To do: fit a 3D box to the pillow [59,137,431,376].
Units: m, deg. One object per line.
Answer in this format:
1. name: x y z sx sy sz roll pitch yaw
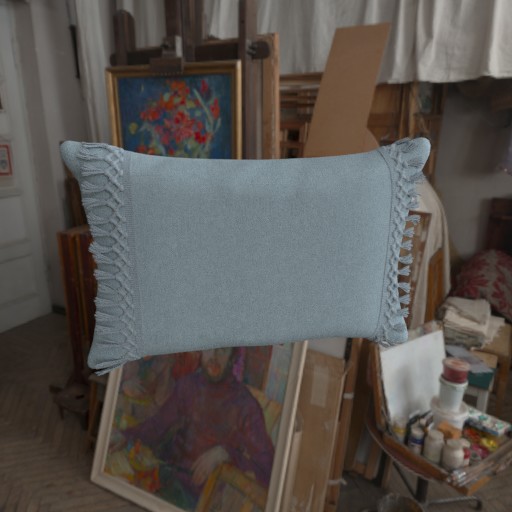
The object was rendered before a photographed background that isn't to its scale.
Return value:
1. pillow: 0.000 0.000 0.592 0.466 0.305 0.084 -2 17 -8
